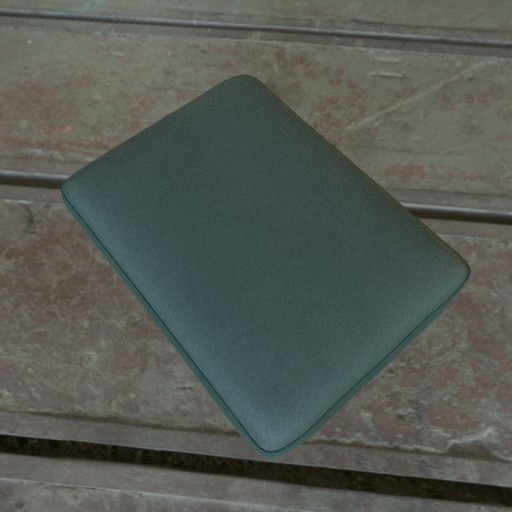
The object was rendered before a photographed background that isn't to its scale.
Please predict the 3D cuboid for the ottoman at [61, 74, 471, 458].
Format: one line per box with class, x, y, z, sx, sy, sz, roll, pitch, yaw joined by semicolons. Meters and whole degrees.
ottoman;0.000;0.000;1.143;0.608;0.449;0.811;-37;70;-16
